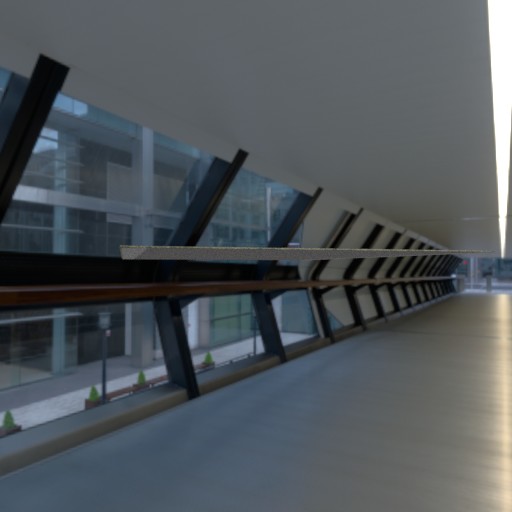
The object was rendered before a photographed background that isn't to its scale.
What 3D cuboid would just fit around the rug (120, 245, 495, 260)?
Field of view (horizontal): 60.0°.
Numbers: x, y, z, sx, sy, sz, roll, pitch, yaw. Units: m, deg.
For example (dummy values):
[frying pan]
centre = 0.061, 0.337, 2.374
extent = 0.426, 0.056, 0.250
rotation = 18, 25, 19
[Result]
[rug]
centre = 0.000, 0.000, 4.194
extent = 2.437, 0.014, 3.201
rotation = 0, -2, -17
